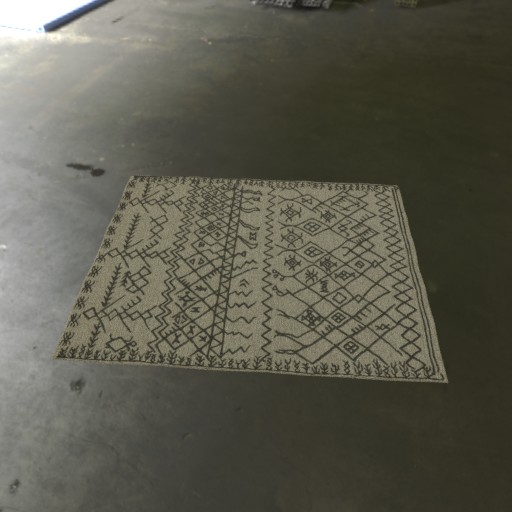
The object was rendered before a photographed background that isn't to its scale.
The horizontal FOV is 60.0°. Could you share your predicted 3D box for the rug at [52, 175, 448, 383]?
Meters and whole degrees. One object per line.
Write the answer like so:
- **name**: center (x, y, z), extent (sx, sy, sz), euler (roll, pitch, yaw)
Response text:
- **rug**: center (0.000, 0.000, 3.381), extent (2.455, 0.025, 1.964), euler (3, 46, 3)
